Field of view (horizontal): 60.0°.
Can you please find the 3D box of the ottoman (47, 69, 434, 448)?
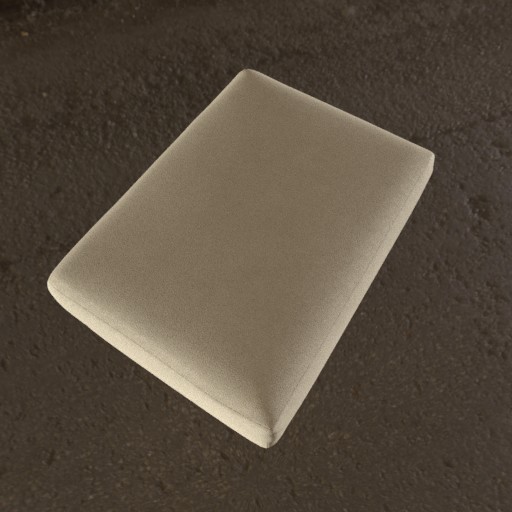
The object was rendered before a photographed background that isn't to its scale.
[{"bbox_3d":[0.000,0.000,1.145,0.569,0.499,0.773,30,66,14],"label":"ottoman"}]
